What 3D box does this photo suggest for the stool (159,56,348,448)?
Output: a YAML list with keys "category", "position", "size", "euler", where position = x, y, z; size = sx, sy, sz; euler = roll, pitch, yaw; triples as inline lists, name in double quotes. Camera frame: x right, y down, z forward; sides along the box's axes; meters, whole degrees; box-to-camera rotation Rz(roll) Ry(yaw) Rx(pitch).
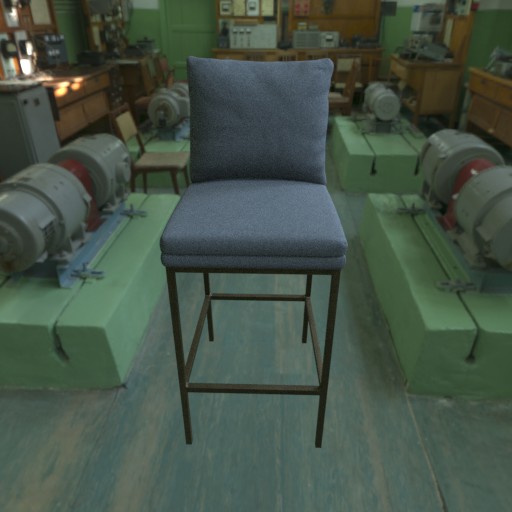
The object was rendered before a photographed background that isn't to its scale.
- category: "stool"
  position: [0.000, 0.000, 1.409]
  size: [0.463, 1.130, 0.569]
  euler: [1, 30, 2]
